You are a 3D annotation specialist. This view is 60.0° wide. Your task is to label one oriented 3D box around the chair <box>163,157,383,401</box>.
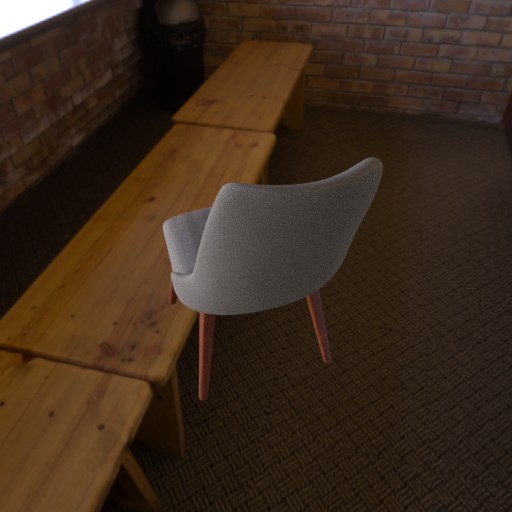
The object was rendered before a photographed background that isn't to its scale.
[{"bbox_3d":[0.000,0.000,1.343,0.535,0.918,0.707,-12,43,-13],"label":"chair"}]
